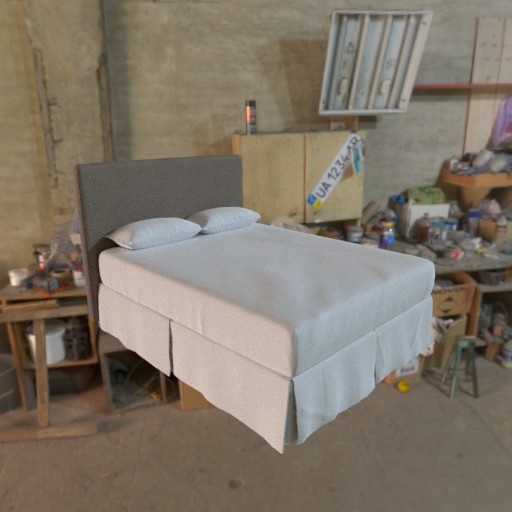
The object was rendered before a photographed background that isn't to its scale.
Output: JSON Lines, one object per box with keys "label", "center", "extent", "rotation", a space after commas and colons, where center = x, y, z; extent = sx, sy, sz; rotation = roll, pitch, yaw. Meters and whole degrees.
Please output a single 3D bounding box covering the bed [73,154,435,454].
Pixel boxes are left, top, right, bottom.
{"label": "bed", "center": [0.000, 0.000, 3.289], "extent": [2.142, 1.330, 1.723], "rotation": [16, 23, 42]}
